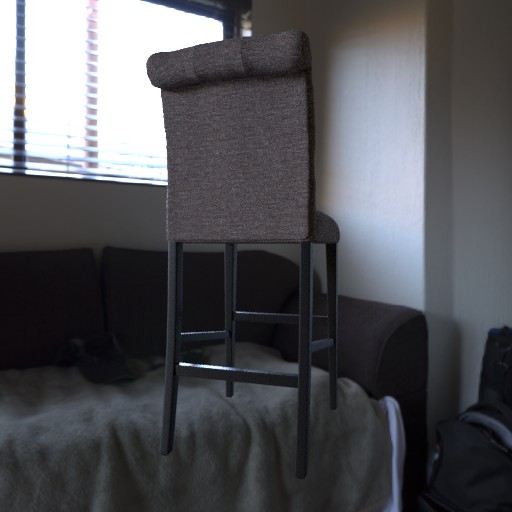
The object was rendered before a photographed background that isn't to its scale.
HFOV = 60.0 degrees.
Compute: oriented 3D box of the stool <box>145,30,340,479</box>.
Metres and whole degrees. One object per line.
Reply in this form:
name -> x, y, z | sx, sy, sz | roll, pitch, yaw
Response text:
stool -> 0.000, 0.000, 1.411 | 0.452, 1.131, 0.613 | 0, 1, 19
